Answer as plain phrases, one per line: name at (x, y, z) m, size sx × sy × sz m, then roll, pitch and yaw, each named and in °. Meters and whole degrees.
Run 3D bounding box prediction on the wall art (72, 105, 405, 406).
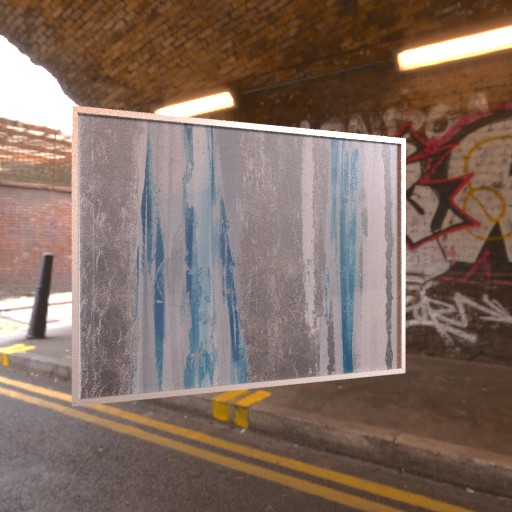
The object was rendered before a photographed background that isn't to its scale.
wall art at (0.000, 0.000, 1.379) m, size 1.056 × 0.801 × 0.066 m, roll 0°, pitch 0°, yaw -19°
